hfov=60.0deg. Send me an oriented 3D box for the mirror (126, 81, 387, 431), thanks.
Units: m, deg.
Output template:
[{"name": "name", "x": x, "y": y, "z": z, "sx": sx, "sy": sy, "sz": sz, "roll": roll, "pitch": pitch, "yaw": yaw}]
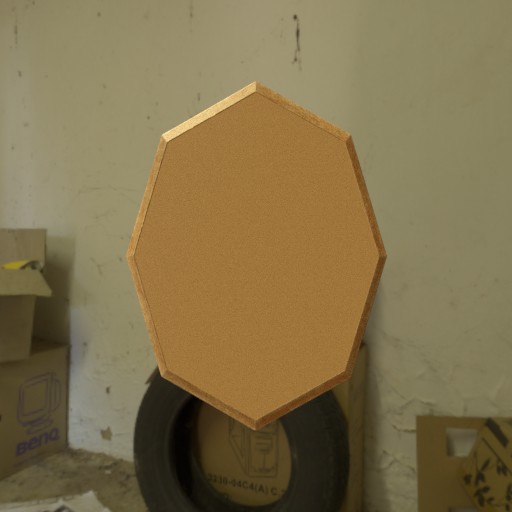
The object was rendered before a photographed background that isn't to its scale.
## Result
[{"name": "mirror", "x": 0.000, "y": 0.000, "z": 1.010, "sx": 0.577, "sy": 0.774, "sz": 0.070, "roll": 0, "pitch": 0, "yaw": 1}]
